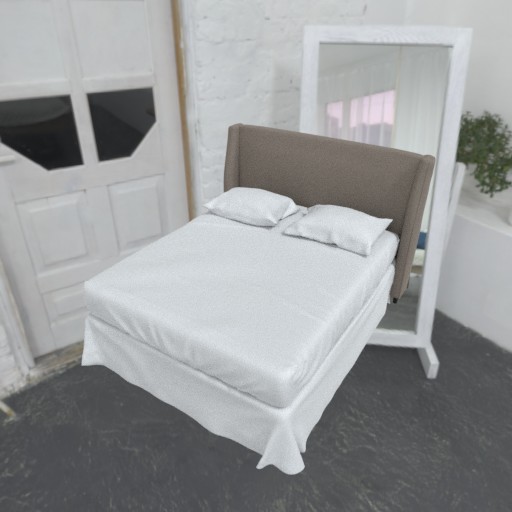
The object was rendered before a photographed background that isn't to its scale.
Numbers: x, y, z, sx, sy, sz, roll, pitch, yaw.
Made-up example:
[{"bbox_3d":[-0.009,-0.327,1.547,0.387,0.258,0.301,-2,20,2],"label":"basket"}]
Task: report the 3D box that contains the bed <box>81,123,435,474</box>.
[{"bbox_3d":[0.000,0.000,3.415,1.925,1.332,2.276,18,35,28],"label":"bed"}]
